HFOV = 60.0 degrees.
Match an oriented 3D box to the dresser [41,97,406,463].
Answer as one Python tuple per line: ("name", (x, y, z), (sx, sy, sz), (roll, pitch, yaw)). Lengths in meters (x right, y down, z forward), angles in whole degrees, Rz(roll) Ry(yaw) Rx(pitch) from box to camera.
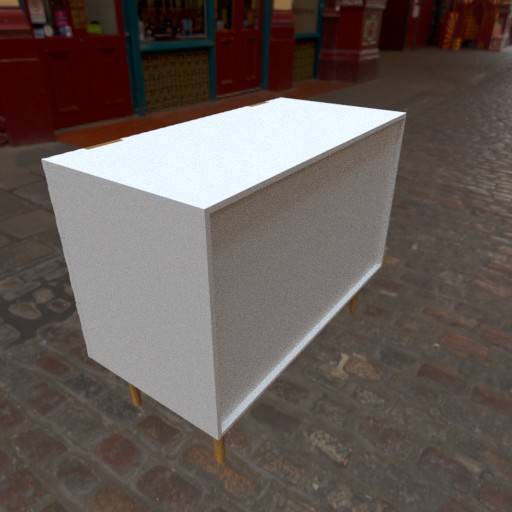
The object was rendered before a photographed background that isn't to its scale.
("dresser", (0.000, 0.000, 1.297), (0.457, 0.721, 0.905), (19, 34, 31))
